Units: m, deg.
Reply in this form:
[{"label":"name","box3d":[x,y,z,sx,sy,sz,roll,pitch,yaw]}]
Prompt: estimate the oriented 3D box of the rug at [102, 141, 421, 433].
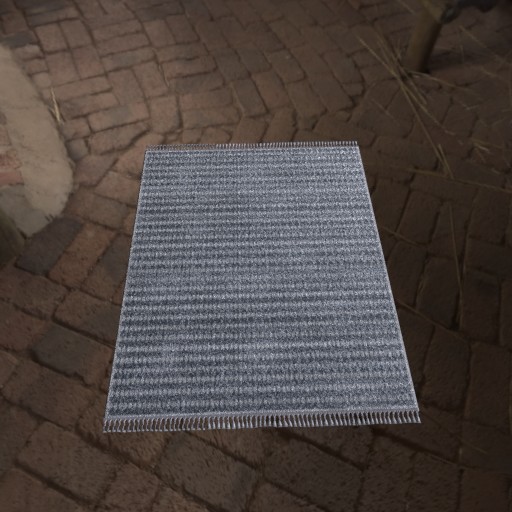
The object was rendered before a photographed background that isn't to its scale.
[{"label":"rug","box3d":[0.000,0.000,3.923,2.256,0.013,2.910,-1,56,-1]}]
